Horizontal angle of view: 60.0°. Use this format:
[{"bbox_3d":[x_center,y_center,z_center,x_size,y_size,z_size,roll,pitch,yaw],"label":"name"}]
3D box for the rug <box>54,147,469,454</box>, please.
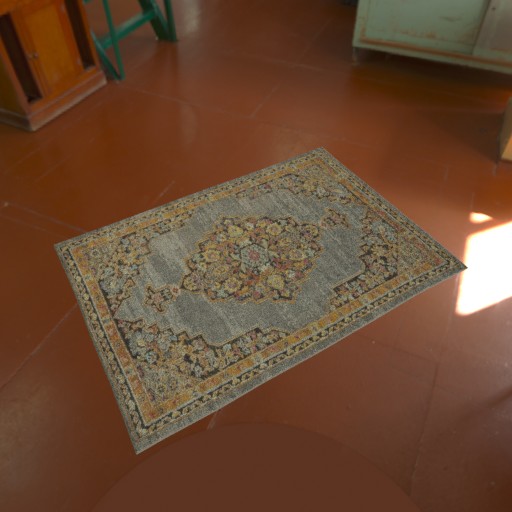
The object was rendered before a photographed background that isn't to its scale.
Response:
[{"bbox_3d":[0.000,0.000,3.971,3.063,0.024,2.158,-24,52,-20],"label":"rug"}]
